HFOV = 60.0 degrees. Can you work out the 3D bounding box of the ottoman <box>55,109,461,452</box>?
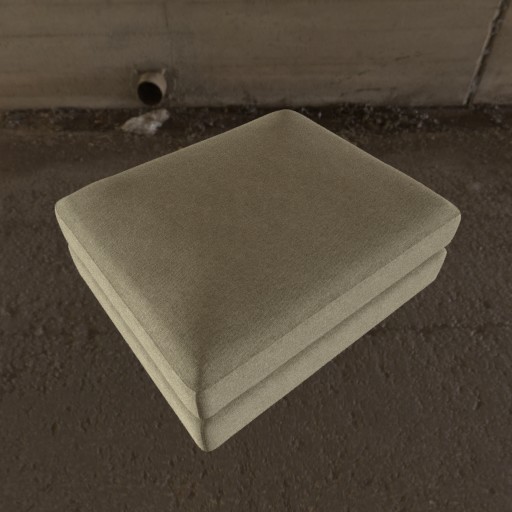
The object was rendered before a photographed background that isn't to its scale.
[{"bbox_3d":[0.000,0.000,1.252,0.821,0.474,0.693,-30,53,-25],"label":"ottoman"}]
